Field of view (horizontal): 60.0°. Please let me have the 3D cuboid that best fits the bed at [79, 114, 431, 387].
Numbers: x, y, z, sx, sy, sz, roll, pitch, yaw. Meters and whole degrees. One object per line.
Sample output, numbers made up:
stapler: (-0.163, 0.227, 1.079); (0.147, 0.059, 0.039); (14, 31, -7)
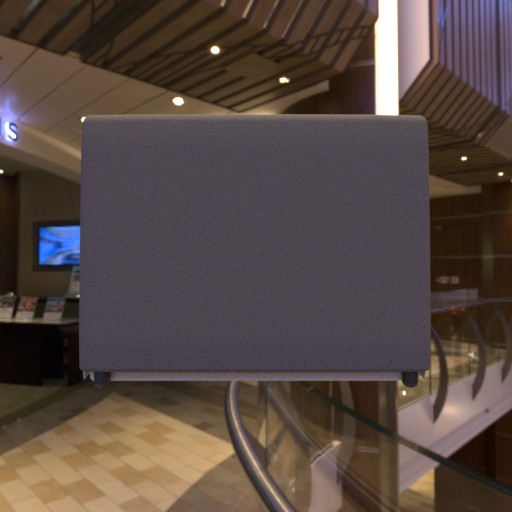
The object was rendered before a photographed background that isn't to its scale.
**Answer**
bed: (0.000, 0.000, 3.170); (1.748, 1.330, 2.142); (0, -2, 0)
